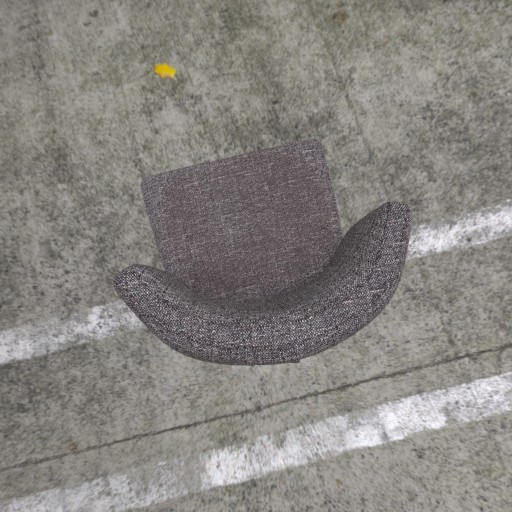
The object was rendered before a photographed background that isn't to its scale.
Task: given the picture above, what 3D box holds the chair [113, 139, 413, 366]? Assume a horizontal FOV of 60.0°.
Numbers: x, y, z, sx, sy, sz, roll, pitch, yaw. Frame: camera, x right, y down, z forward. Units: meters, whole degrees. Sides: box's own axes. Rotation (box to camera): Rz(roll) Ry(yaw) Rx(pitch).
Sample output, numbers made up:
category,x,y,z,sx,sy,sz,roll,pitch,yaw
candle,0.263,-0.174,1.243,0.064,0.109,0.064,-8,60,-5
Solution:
category,x,y,z,sx,sy,sz,roll,pitch,yaw
chair,0.000,0.000,1.262,0.611,0.824,0.617,-14,77,-3
